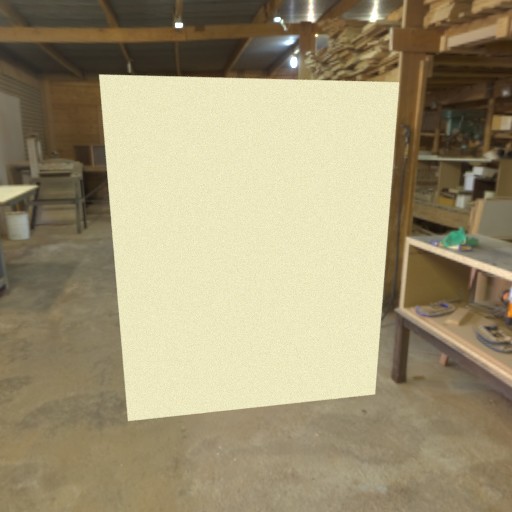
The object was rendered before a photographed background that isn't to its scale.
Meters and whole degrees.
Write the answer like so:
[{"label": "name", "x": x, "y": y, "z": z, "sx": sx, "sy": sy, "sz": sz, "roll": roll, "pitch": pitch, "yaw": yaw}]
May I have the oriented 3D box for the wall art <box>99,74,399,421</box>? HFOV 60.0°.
[{"label": "wall art", "x": 0.000, "y": 0.000, "z": 0.745, "sx": 0.451, "sy": 0.553, "sz": 0.039, "roll": -3, "pitch": 15, "yaw": -10}]
